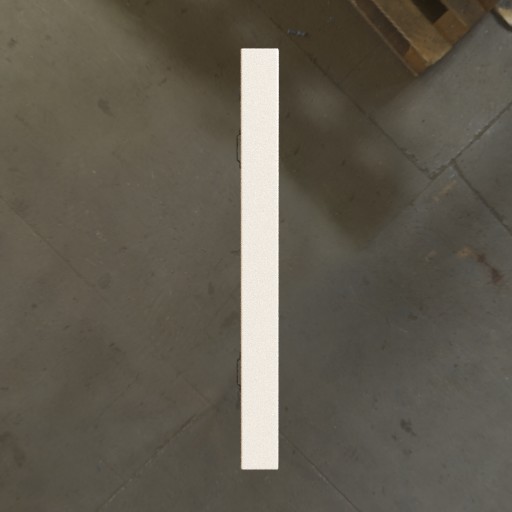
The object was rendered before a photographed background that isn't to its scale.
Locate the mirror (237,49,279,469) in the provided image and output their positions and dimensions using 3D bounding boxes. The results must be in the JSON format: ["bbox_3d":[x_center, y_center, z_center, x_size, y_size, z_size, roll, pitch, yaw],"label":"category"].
[{"bbox_3d":[0.000,0.000,0.680,0.041,0.508,0.405,0,91,0],"label":"mirror"}]
